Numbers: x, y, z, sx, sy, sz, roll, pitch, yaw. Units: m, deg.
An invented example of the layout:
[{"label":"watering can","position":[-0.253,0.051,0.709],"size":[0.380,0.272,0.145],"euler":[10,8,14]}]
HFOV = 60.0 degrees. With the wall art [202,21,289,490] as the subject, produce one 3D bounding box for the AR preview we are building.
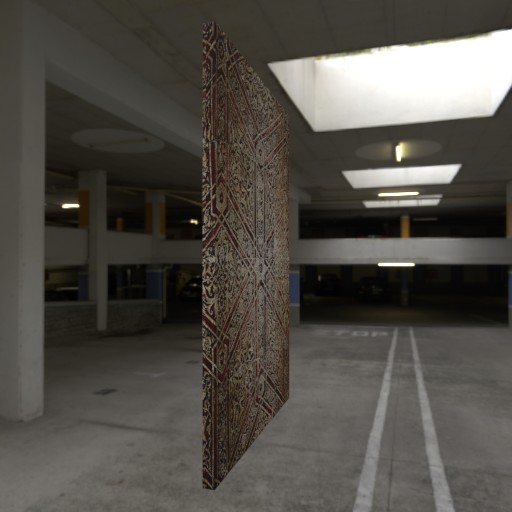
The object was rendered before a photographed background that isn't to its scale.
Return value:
[{"label":"wall art","position":[0.000,0.000,1.143],"size":[0.030,0.904,0.599],"euler":[0,0,18]}]
